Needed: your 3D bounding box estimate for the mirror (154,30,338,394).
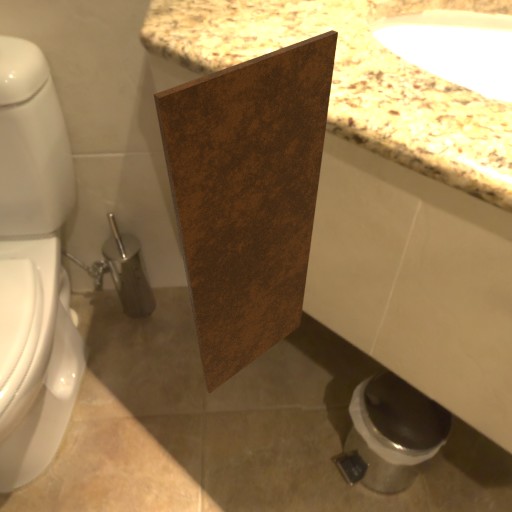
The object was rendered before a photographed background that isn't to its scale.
[{"bbox_3d":[0.000,0.000,2.305,0.812,2.031,0.032,-32,55,-26],"label":"mirror"}]
